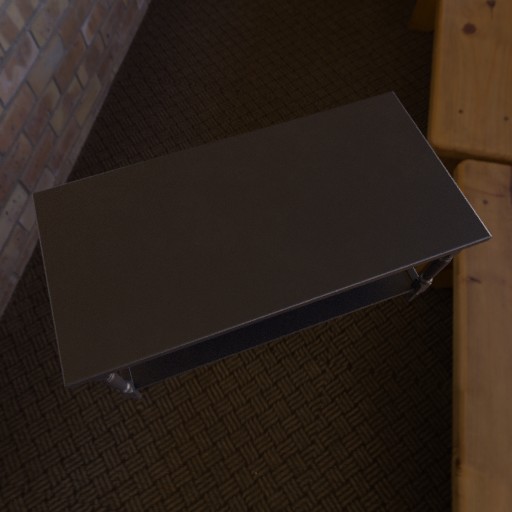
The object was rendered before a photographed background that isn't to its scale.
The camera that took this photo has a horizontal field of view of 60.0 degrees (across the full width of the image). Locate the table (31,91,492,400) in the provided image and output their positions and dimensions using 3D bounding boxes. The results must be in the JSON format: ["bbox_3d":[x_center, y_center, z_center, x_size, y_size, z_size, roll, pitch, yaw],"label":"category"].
[{"bbox_3d":[0.000,0.000,1.407,1.107,0.510,0.550,-18,65,-9],"label":"table"}]
